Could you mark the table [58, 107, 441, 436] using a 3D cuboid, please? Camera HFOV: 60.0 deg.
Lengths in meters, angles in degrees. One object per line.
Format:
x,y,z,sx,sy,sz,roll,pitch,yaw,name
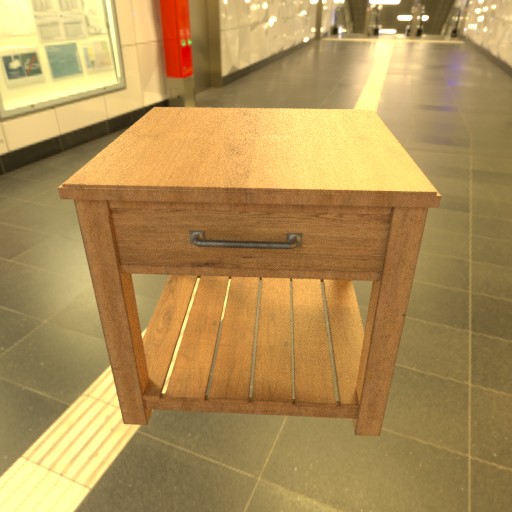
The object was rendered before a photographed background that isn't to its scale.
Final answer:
0.000,0.000,1.112,0.616,0.593,0.612,2,30,3,table
